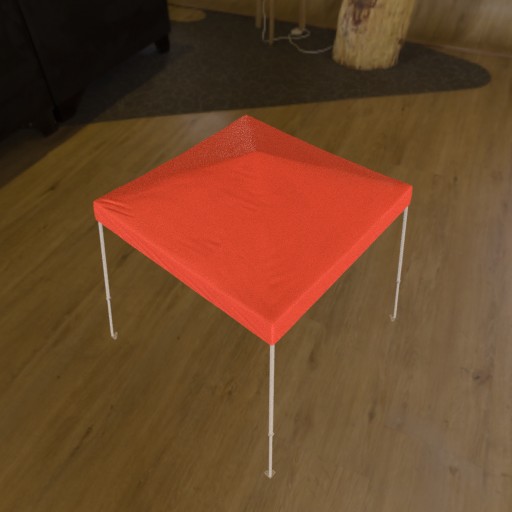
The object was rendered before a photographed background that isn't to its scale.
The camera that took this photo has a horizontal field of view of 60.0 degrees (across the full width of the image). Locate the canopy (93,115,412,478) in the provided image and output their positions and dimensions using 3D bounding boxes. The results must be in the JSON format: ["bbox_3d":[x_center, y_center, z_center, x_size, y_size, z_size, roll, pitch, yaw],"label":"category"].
[{"bbox_3d":[0.000,0.000,5.225,2.850,2.850,2.849,32,54,27],"label":"canopy"}]
